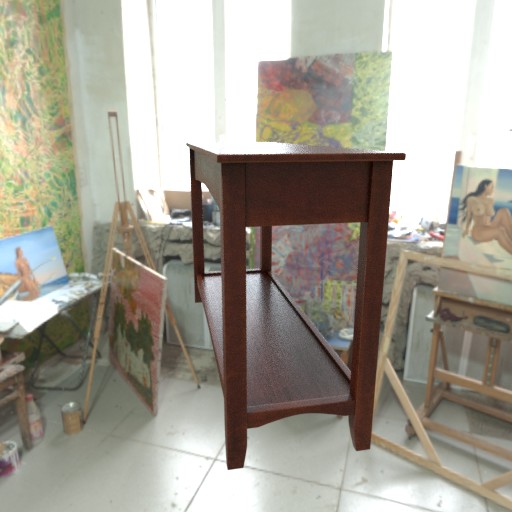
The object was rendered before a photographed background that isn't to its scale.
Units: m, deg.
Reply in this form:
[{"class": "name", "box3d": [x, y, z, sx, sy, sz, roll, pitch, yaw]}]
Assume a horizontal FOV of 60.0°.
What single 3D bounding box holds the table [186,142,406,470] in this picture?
[{"class": "table", "box3d": [0.000, 0.000, 1.530, 0.392, 0.739, 1.188, -3, 16, -11]}]
